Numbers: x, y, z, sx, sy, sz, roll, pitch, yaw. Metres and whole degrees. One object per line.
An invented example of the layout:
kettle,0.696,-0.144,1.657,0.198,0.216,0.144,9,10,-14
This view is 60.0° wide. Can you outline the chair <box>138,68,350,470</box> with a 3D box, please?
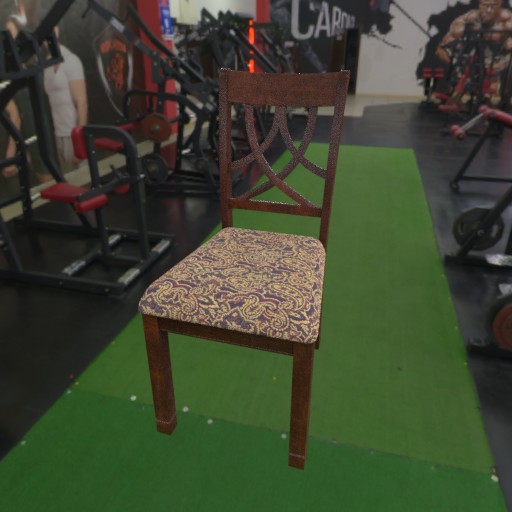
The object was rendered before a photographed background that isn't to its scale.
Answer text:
chair,0.000,0.000,1.278,0.457,0.965,0.584,8,27,15
